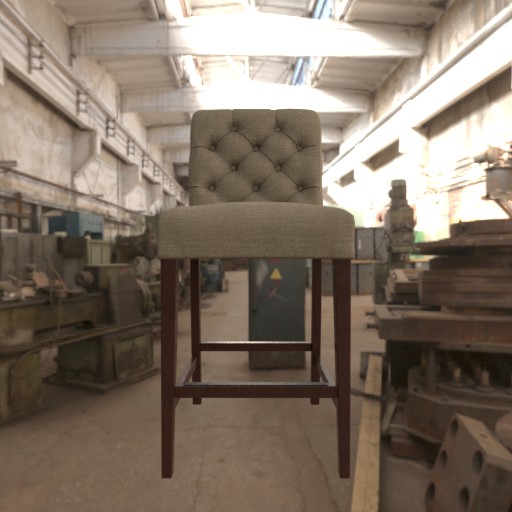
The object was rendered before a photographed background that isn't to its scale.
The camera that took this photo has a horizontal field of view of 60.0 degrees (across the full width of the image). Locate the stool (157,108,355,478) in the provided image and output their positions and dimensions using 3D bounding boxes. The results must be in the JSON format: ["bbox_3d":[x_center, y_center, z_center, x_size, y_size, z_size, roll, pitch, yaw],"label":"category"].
[{"bbox_3d":[0.000,0.000,1.393,0.486,1.084,0.660,0,1,0],"label":"stool"}]
